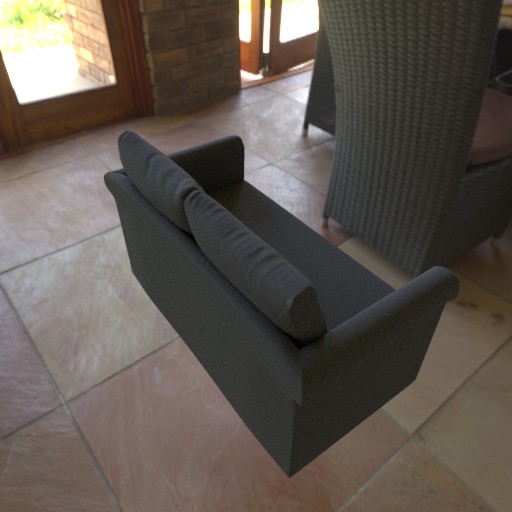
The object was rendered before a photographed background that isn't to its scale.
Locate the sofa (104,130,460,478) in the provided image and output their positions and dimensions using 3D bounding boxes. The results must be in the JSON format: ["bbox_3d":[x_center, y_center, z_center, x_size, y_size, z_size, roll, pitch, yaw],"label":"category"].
[{"bbox_3d":[0.000,0.000,1.939,0.741,0.872,1.460,-25,46,-27],"label":"sofa"}]
